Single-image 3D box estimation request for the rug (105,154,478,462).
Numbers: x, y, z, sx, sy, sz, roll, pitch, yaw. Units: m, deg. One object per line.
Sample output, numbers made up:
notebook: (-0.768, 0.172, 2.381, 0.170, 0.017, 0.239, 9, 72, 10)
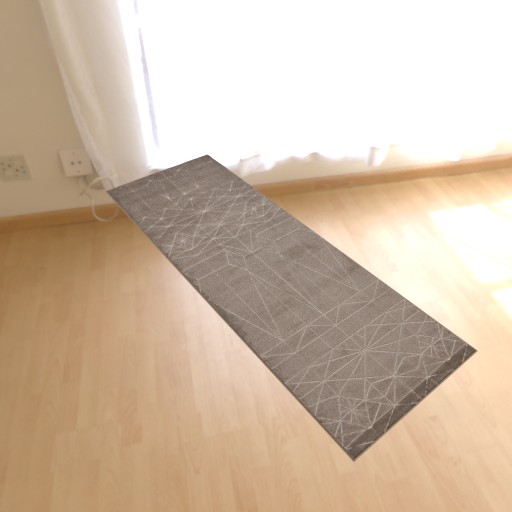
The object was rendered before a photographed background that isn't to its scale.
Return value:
rug: (0.000, 0.000, 2.645, 0.864, 0.012, 2.388, -27, 49, -27)
